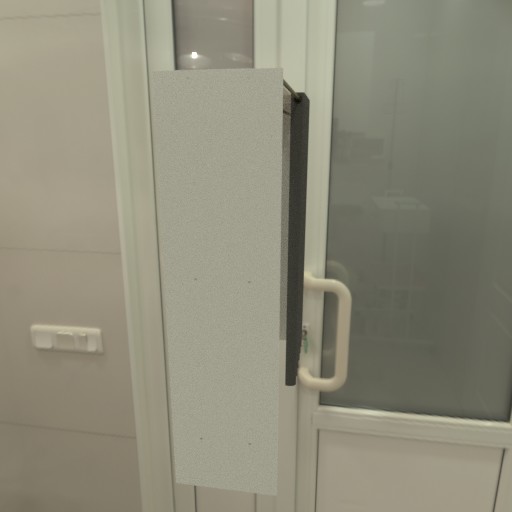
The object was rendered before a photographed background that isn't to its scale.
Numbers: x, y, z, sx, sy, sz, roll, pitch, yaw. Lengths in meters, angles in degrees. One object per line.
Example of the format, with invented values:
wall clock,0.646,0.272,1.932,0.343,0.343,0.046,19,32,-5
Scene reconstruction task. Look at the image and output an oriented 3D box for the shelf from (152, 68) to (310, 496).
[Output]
shelf,0.000,0.000,2.572,0.500,1.810,1.600,3,16,9
